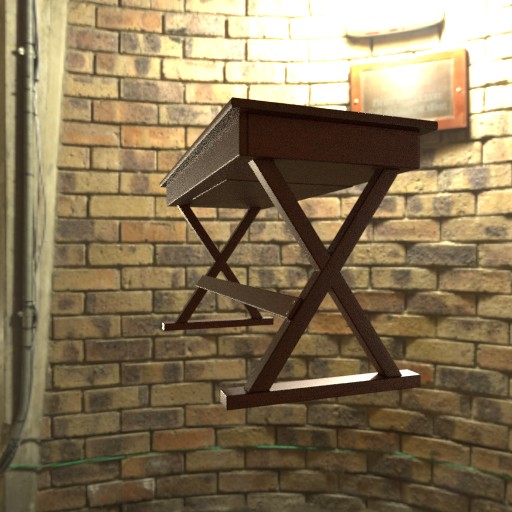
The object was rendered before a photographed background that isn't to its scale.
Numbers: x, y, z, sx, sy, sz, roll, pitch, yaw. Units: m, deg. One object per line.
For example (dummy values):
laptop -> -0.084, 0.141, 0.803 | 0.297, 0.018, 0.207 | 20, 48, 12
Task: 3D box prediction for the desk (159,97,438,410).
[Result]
desk -> 0.000, 0.000, 1.788 | 0.600, 0.761, 1.372 | 0, 1, -19
